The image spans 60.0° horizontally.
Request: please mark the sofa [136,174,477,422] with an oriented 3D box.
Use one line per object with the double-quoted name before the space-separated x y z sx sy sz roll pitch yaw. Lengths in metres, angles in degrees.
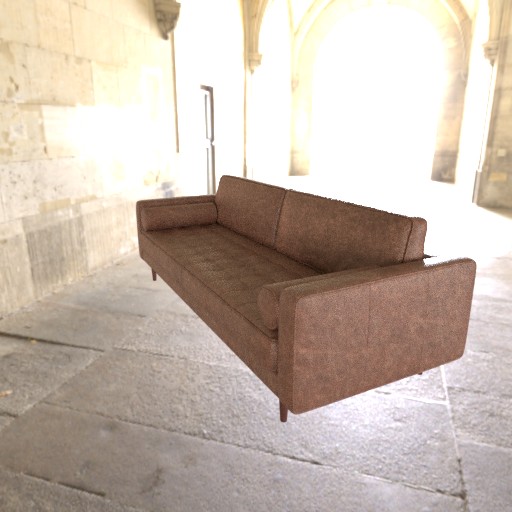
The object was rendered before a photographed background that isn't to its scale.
"sofa" 0.000 0.000 2.587 0.914 0.762 2.210 -8 18 -27
